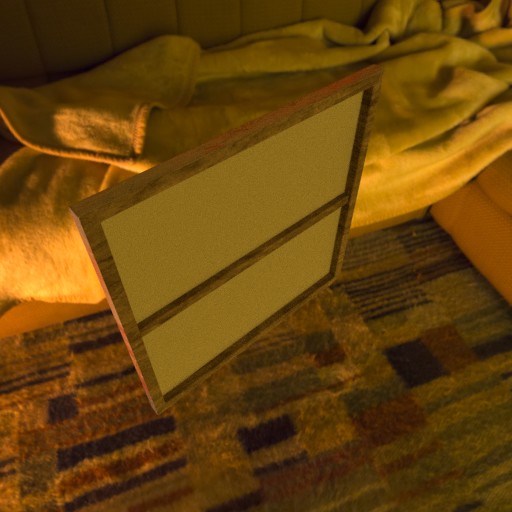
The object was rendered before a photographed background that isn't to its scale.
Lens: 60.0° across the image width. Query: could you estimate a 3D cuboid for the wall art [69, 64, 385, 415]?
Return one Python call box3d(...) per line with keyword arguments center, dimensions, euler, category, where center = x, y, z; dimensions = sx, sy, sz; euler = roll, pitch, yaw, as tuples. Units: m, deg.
box3d(center=(0.000, 0.000, 1.121), dimensions=(0.747, 0.747, 0.035), euler=(-33, 56, -26), category="wall art")
